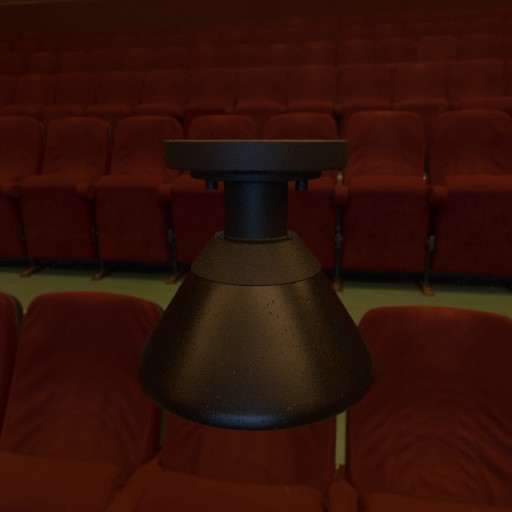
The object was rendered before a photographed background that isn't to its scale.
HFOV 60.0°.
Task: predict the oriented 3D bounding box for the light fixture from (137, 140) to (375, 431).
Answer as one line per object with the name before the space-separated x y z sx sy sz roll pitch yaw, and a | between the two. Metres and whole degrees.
light fixture | 0.000 0.000 0.362 0.200 0.183 0.200 0 15 0
